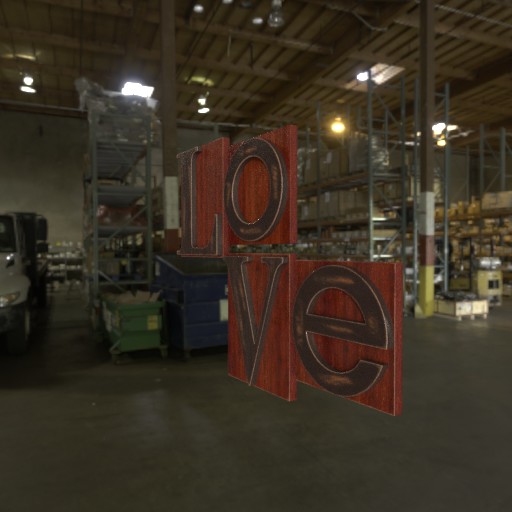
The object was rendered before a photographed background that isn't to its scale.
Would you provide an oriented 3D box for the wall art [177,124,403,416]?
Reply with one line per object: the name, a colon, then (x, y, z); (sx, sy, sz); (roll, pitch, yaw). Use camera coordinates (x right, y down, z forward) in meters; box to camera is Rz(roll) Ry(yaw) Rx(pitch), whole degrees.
wall art: (0.000, 0.000, 0.840); (0.030, 0.497, 0.635); (-1, 1, -35)
